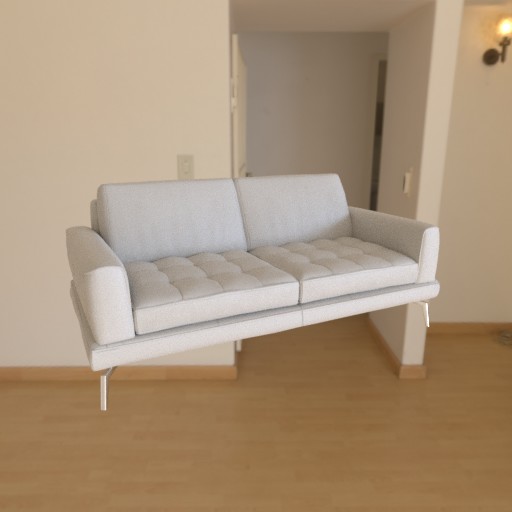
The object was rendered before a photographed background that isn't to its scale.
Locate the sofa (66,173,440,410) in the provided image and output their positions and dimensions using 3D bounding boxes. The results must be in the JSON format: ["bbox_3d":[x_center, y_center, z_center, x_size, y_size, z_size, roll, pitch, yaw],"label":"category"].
[{"bbox_3d":[0.000,0.000,2.808,2.177,0.930,1.121,-7,17,-25],"label":"sofa"}]
